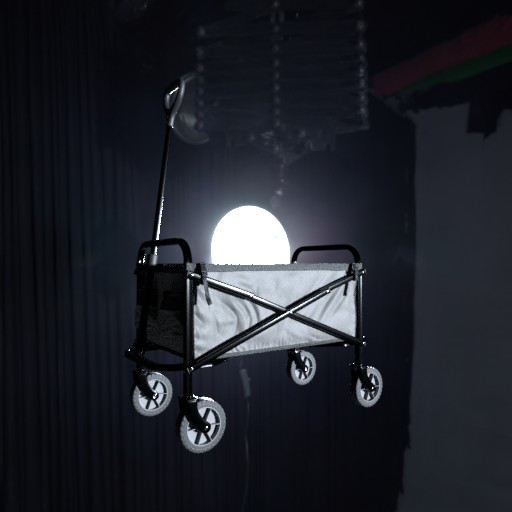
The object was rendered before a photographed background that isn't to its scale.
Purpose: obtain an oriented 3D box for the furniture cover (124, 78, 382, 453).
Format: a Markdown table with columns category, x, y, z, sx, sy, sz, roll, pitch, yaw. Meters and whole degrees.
| category | x | y | z | sx | sy | sz | roll | pitch | yaw |
| --- | --- | --- | --- | --- | --- | --- | --- | --- | --- |
| furniture cover | 0.000 | 0.000 | 1.857 | 1.038 | 1.295 | 0.532 | 1 | -1 | -35 |
